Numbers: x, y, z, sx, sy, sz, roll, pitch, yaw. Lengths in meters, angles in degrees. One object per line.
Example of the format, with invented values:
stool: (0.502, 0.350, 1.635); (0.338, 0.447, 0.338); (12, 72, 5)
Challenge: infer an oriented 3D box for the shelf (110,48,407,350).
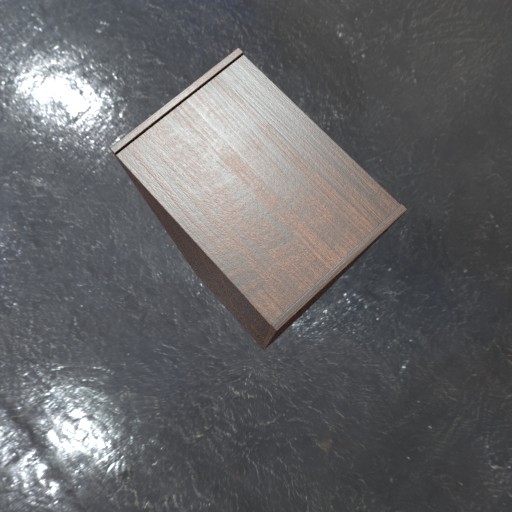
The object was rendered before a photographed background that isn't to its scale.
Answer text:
shelf: (0.000, 0.000, 1.263); (0.290, 1.099, 0.415); (-42, 80, -9)
